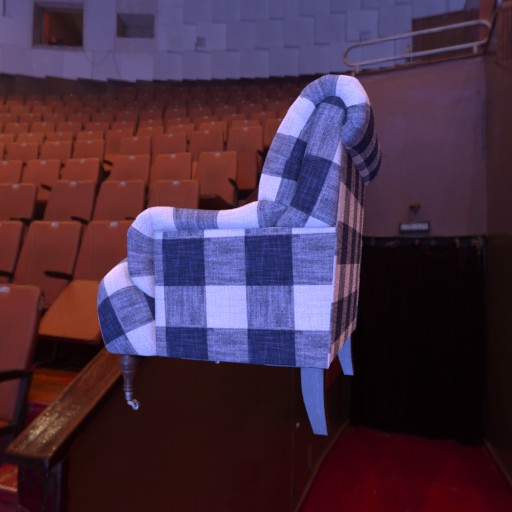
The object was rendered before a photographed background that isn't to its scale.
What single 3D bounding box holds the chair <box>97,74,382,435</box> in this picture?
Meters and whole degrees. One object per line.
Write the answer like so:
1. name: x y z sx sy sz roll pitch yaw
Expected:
1. chair: 0.000 0.000 1.591 0.848 0.953 0.781 0 0 18
